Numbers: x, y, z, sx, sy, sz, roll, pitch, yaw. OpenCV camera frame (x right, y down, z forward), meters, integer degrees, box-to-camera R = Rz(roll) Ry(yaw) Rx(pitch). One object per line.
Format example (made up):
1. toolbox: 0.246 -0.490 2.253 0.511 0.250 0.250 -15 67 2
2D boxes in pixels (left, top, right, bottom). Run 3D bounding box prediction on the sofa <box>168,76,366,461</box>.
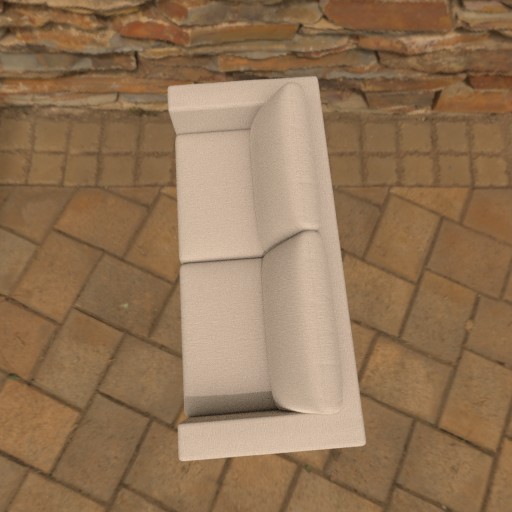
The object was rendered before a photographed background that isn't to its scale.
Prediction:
1. sofa: 0.000 0.000 2.656 0.954 0.881 2.163 -4 75 -1
